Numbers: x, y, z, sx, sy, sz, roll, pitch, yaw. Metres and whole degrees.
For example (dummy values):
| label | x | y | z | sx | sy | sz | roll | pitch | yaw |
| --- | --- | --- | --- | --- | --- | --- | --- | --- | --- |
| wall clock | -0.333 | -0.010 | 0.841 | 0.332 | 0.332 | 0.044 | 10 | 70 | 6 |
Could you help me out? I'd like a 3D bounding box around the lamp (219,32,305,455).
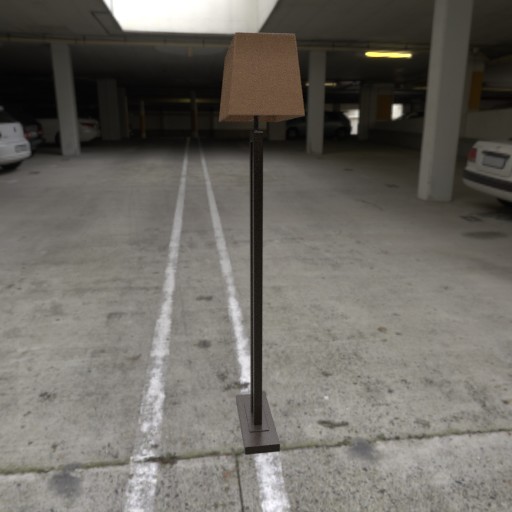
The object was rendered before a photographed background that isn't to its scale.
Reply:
| label | x | y | z | sx | sy | sz | roll | pitch | yaw |
| --- | --- | --- | --- | --- | --- | --- | --- | --- | --- |
| lamp | 0.000 | 0.000 | 1.682 | 0.233 | 1.469 | 0.475 | -2 | 15 | -8 |
